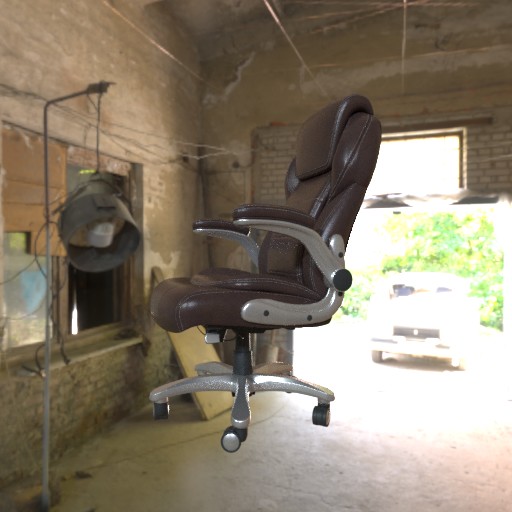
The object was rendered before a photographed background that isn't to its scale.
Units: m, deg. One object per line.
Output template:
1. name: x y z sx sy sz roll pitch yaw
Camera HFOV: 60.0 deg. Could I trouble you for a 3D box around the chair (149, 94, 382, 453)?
1. chair: 0.000 0.000 1.644 0.774 1.160 0.733 0 1 -18
